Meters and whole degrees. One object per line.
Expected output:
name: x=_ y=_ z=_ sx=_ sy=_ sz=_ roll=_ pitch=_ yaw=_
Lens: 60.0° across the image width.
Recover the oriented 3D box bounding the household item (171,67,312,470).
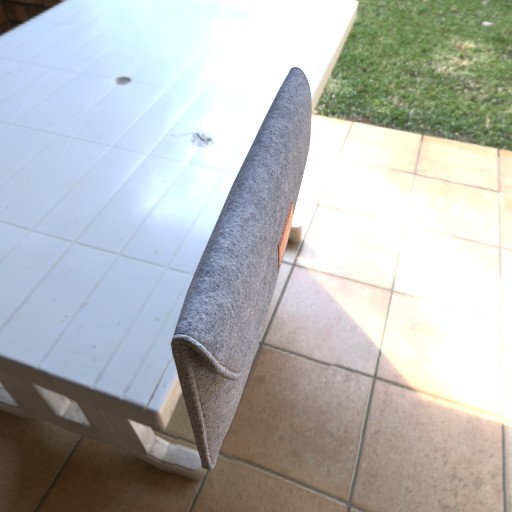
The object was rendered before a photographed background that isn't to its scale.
household item: x=0.000 y=0.000 z=0.424 sx=0.057 sy=0.221 sz=0.335 roll=10 pitch=48 yaw=9
